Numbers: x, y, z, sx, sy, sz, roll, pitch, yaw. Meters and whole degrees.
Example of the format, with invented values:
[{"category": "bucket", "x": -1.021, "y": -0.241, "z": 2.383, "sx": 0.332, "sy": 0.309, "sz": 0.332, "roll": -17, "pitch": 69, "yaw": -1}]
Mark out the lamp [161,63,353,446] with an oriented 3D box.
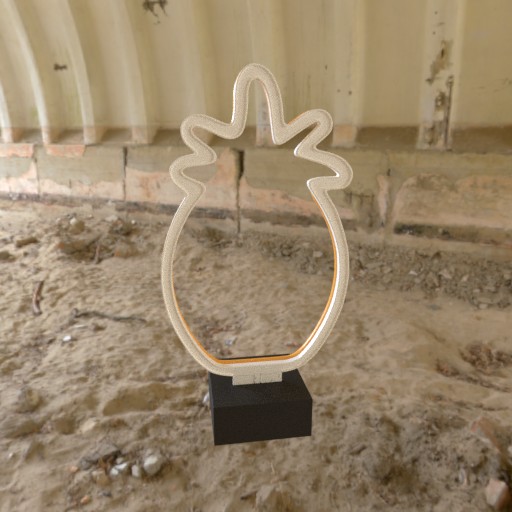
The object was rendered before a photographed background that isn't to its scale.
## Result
[{"category": "lamp", "x": 0.000, "y": 0.000, "z": 0.397, "sx": 0.167, "sy": 0.317, "sz": 0.088, "roll": -2, "pitch": 15, "yaw": -9}]
